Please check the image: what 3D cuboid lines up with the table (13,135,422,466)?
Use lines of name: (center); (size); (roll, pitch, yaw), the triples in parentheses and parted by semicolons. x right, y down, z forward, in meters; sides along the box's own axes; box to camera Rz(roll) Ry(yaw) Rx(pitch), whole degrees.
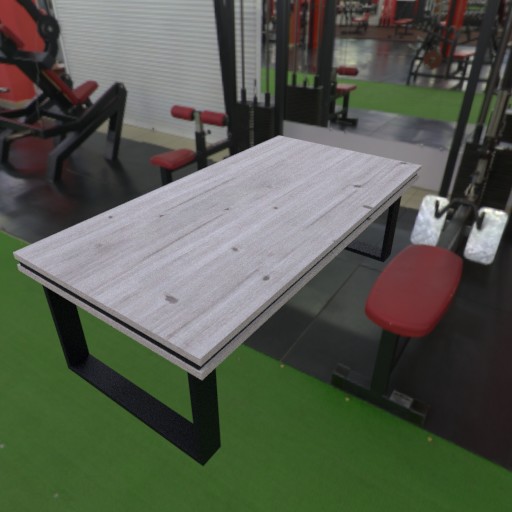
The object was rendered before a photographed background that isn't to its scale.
table: (0.000, 0.000, 1.647); (0.700, 0.450, 1.350); (21, 38, 30)
